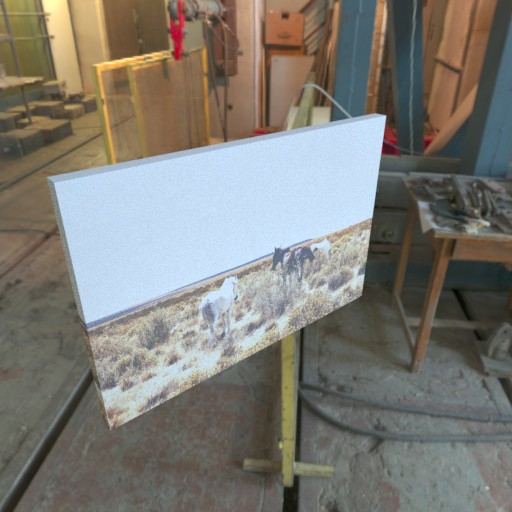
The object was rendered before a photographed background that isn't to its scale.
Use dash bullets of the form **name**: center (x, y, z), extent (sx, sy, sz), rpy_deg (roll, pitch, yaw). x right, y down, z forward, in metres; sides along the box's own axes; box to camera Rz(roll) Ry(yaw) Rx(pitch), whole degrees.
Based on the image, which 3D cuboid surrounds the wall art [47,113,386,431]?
- **wall art**: center (0.000, 0.000, 1.449), extent (1.138, 0.761, 0.051), rpy_deg (-21, 35, -33)
